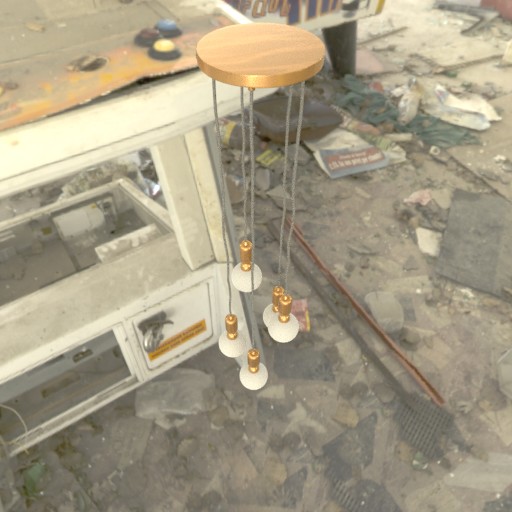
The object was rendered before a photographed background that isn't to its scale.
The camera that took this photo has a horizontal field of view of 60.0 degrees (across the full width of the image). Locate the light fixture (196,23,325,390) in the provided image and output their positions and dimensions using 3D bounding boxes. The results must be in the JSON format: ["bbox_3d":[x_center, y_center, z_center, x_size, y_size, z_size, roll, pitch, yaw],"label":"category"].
[{"bbox_3d":[0.000,0.000,0.497,0.105,0.457,0.108,-5,47,-5],"label":"light fixture"}]
